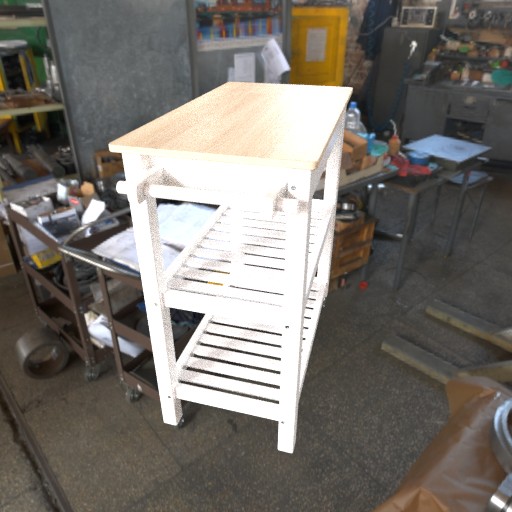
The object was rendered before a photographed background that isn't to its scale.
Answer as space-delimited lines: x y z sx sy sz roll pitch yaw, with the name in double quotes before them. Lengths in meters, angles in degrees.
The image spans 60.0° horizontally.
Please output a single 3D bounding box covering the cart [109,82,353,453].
"cart" 0.000 0.000 1.461 0.457 0.927 0.899 8 31 13
